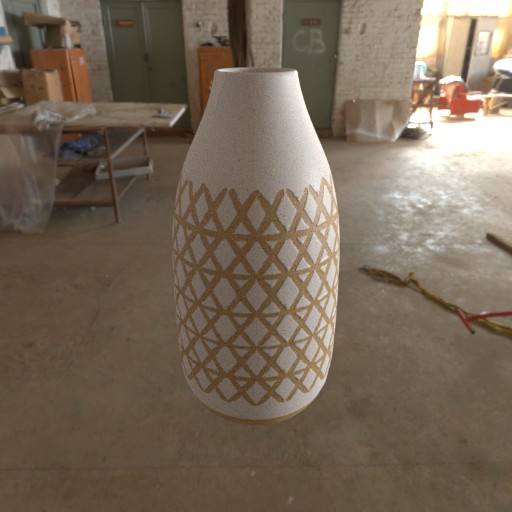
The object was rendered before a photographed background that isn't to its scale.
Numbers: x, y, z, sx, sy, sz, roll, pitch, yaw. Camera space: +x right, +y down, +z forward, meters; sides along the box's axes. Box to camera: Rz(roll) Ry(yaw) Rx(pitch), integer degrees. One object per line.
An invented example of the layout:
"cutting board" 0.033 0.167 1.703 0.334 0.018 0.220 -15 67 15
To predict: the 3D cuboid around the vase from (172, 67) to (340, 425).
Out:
"vase" 0.000 0.000 0.490 0.186 0.380 0.186 0 26 0
